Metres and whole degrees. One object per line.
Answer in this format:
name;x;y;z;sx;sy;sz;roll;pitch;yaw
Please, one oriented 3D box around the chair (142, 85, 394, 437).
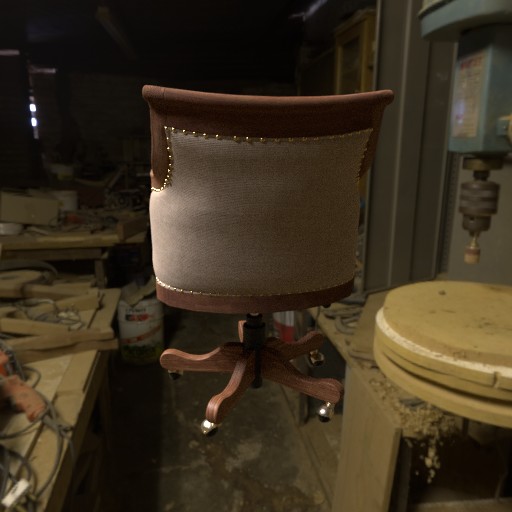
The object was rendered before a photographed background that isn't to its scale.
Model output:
chair;0.000;0.000;1.431;0.656;0.965;0.689;-2;14;-9
